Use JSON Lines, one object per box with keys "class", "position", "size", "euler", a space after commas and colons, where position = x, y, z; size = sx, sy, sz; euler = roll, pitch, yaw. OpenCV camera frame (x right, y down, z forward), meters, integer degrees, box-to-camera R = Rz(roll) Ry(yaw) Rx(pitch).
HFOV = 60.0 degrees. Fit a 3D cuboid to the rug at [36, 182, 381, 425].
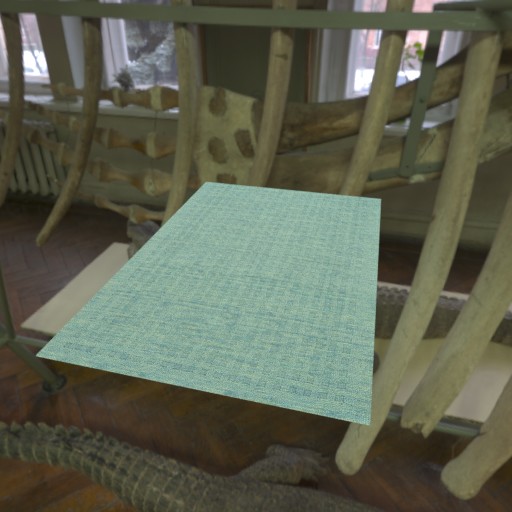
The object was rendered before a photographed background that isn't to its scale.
{"class": "rug", "position": [0.000, 0.000, 2.852], "size": [1.522, 0.006, 2.286], "euler": [8, 31, 13]}
